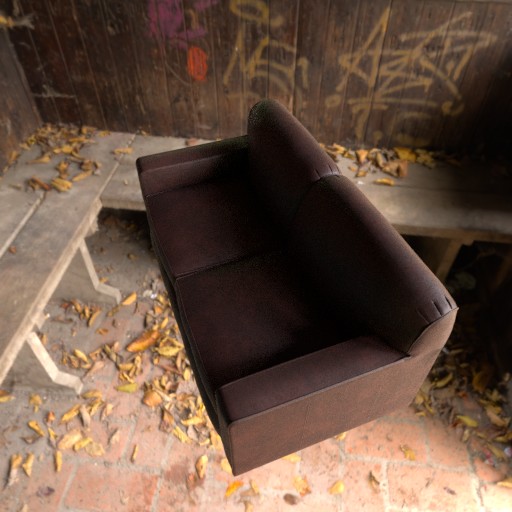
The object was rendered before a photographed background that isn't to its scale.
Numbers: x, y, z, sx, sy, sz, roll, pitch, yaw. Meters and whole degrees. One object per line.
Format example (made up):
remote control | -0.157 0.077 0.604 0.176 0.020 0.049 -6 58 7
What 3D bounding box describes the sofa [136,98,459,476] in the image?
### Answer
sofa | 0.000 0.000 2.421 1.000 0.966 1.856 -16 48 -14
